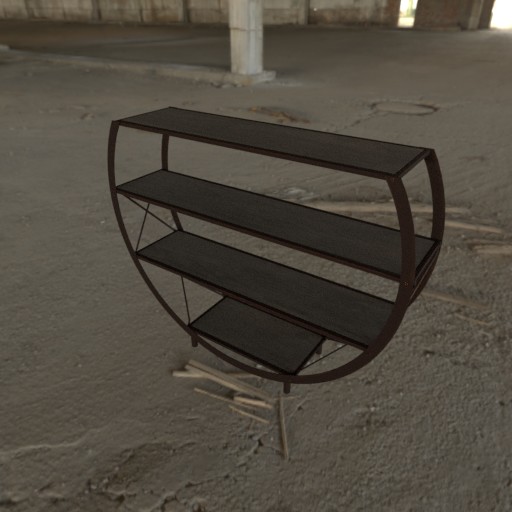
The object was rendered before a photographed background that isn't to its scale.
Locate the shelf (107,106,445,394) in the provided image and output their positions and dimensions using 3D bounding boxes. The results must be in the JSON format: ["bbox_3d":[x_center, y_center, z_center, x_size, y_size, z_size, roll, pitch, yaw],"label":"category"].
[{"bbox_3d":[0.000,0.000,1.926,1.403,1.063,0.344,19,35,29],"label":"shelf"}]
